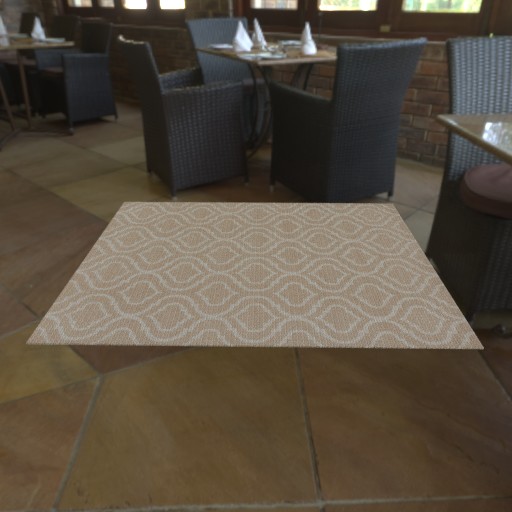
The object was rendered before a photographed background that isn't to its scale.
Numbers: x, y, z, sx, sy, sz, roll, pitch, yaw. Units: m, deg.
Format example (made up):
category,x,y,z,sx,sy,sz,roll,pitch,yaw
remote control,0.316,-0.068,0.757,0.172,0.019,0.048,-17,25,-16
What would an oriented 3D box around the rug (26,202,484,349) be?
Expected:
category,x,y,z,sx,sy,sz,roll,pitch,yaw
rug,0.000,0.000,3.788,2.894,0.013,2.286,0,30,1
